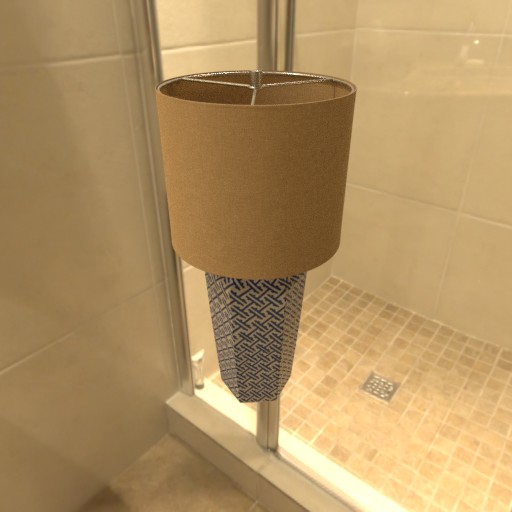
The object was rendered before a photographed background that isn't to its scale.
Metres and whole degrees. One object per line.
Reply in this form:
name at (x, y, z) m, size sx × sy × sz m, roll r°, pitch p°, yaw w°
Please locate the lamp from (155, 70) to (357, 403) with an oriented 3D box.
lamp at (0.000, 0.000, 0.877) m, size 0.320 × 0.682 × 0.320 m, roll 1°, pitch 30°, yaw 2°
